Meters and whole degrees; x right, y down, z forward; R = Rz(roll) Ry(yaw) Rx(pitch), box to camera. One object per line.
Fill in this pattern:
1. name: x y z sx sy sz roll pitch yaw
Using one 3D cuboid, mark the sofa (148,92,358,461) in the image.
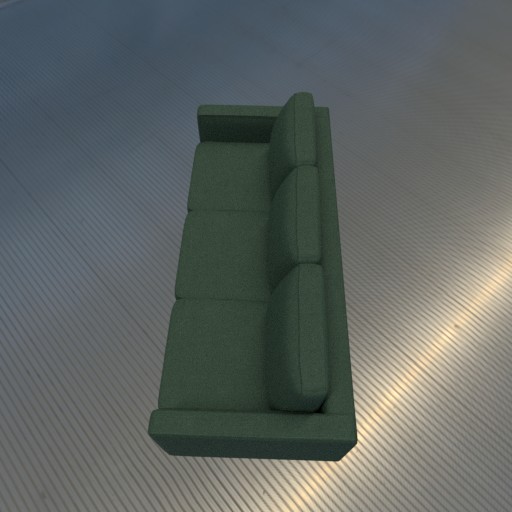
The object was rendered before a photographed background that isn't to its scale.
1. sofa: 0.000 0.000 2.499 0.879 0.899 2.029 2 57 1
